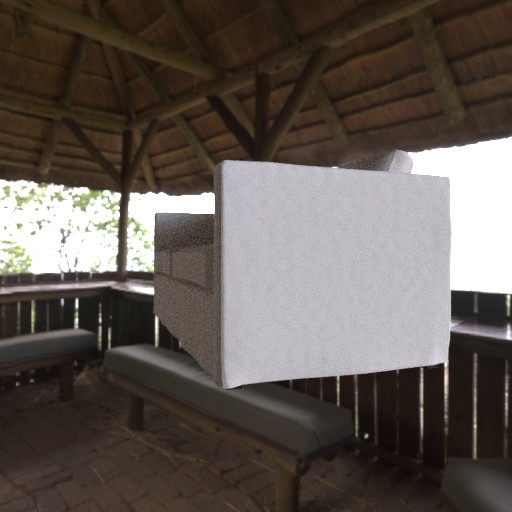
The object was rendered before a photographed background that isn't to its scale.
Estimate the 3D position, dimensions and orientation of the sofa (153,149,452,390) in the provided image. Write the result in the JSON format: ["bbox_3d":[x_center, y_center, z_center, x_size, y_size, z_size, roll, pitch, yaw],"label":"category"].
[{"bbox_3d":[0.000,0.000,2.464,0.940,0.870,1.987,0,0,-19],"label":"sofa"}]
